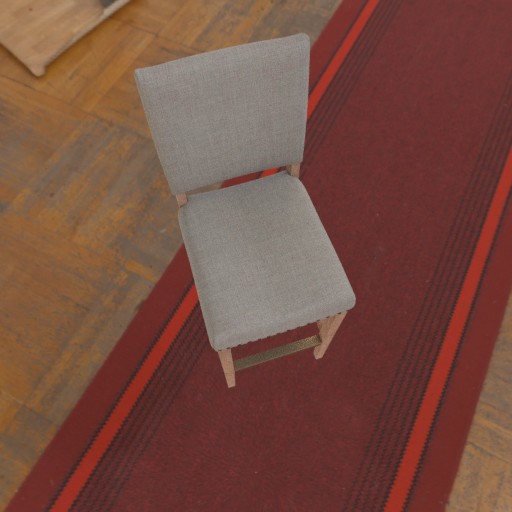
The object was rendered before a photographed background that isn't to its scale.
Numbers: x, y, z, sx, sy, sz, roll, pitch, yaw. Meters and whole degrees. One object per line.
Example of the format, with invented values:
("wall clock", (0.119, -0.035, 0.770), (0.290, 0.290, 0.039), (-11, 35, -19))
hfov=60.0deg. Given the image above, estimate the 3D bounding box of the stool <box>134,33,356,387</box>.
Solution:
("stool", (0.000, 0.000, 1.491), (0.445, 1.203, 0.585), (-16, 65, -8))
